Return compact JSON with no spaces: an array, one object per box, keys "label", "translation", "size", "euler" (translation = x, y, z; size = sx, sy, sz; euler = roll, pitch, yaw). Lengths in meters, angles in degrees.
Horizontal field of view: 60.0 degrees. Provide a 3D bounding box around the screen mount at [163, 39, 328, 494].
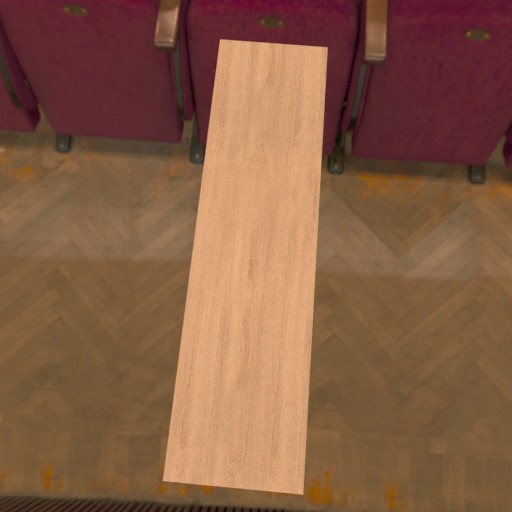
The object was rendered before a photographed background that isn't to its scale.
[{"label":"screen mount","translation":[0.000,0.000,1.694],"size":[0.400,0.510,1.500],"euler":[5,75,1]}]
